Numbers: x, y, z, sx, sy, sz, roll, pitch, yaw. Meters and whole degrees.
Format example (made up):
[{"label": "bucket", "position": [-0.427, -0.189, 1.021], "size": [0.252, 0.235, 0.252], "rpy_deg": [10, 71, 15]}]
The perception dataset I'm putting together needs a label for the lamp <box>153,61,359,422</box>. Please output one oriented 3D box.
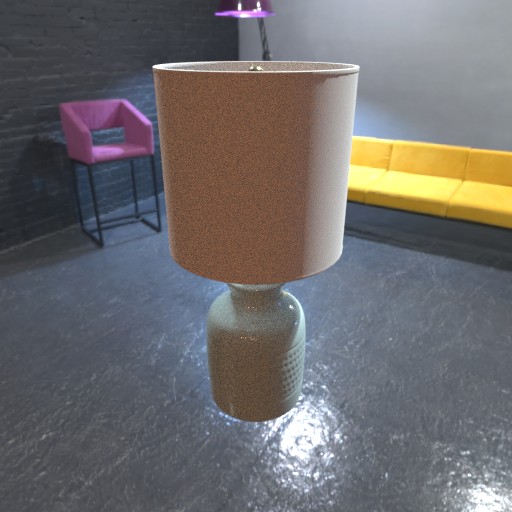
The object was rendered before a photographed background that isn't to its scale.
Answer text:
[{"label": "lamp", "position": [0.000, 0.000, 1.102], "size": [0.418, 0.871, 0.418], "rpy_deg": [17, 31, 32]}]
